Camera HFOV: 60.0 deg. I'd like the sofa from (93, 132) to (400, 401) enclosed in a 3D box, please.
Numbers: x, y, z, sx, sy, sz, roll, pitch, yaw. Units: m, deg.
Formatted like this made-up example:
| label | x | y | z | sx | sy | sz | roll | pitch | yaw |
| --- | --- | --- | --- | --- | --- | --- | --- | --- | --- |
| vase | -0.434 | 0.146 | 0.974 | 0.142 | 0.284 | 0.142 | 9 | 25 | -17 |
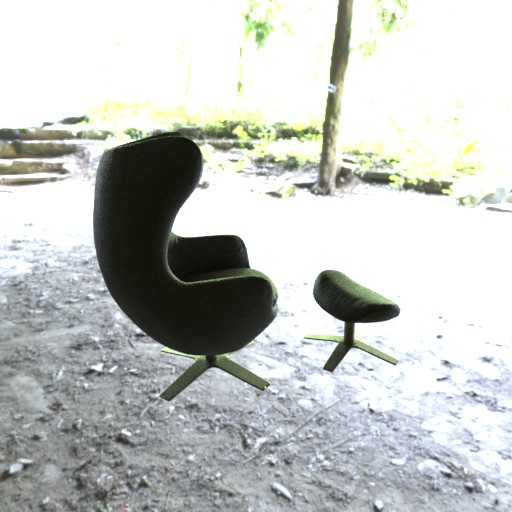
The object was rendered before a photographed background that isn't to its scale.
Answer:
| label | x | y | z | sx | sy | sz | roll | pitch | yaw |
| --- | --- | --- | --- | --- | --- | --- | --- | --- | --- |
| sofa | 0.000 | 0.000 | 2.126 | 1.444 | 1.135 | 0.894 | -3 | 17 | -10 |
